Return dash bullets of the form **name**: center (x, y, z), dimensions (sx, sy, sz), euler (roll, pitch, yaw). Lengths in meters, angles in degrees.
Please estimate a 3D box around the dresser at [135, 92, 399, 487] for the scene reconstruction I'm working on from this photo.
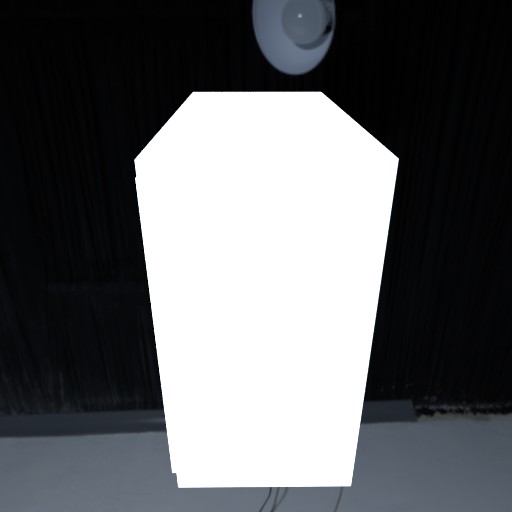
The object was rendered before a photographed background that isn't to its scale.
- **dresser**: center (0.000, 0.000, 1.196), dimensions (0.420, 0.740, 0.830), euler (0, 27, 0)
